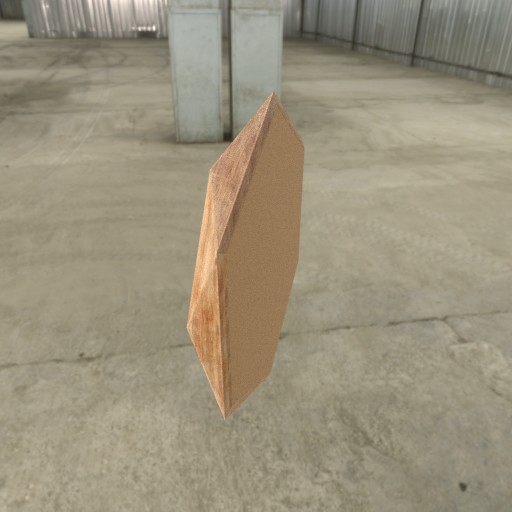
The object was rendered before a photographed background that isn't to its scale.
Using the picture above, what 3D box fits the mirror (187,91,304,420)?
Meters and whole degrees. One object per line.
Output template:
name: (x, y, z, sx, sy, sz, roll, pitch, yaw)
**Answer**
mirror: (0.000, 0.000, 1.096, 0.091, 0.779, 0.675, 9, 31, 15)
